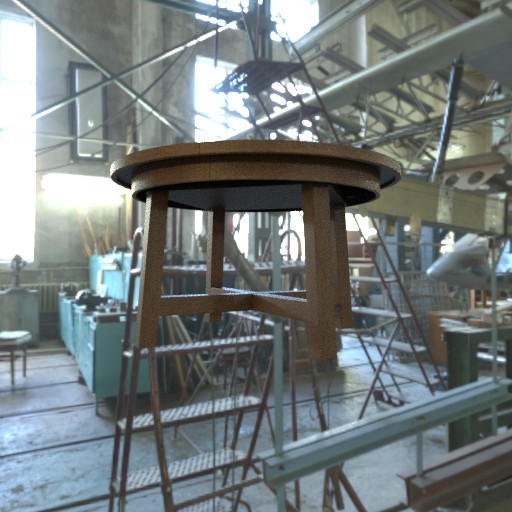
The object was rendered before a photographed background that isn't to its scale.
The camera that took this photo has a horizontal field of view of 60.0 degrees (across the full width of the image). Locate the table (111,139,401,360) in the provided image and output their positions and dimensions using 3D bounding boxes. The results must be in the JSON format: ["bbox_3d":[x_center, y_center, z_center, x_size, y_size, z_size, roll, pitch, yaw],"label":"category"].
[{"bbox_3d":[0.000,0.000,2.117,1.319,0.762,1.319,0,0,0],"label":"table"}]
